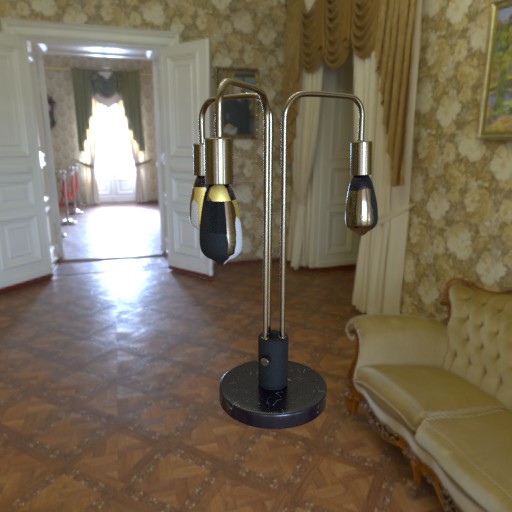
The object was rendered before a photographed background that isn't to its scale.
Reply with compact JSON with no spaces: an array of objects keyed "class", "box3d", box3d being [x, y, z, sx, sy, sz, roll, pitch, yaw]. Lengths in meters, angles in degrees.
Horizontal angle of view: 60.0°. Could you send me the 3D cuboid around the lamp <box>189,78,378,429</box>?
[{"class":"lamp","box3d":[0.000,0.000,0.788,0.355,0.560,0.368,7,15,26]}]
